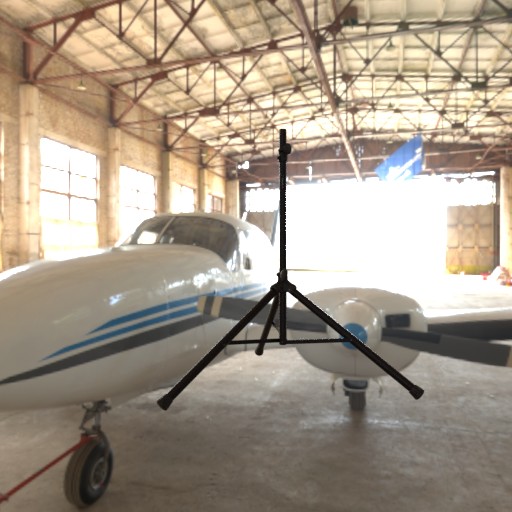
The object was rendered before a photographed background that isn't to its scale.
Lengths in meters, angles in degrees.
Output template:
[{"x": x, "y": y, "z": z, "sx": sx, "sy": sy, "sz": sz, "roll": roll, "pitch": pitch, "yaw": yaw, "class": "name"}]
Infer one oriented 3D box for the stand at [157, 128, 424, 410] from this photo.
[{"x": 0.000, "y": 0.000, "z": 1.892, "sx": 0.907, "sy": 1.136, "sz": 1.045, "roll": 0, "pitch": 0, "yaw": -37, "class": "stand"}]
